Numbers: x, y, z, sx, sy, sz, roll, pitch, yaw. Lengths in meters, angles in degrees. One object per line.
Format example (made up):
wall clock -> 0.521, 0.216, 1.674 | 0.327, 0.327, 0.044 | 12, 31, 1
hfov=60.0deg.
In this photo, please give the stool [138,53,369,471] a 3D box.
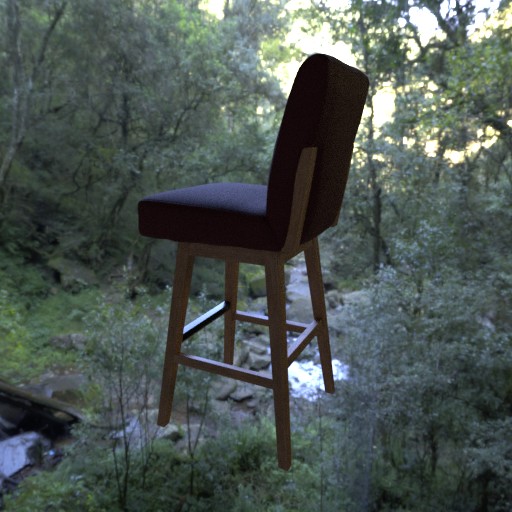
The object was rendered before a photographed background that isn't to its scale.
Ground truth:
stool -> 0.000, 0.000, 1.389 | 0.562, 1.093, 0.468 | 8, 17, 25
